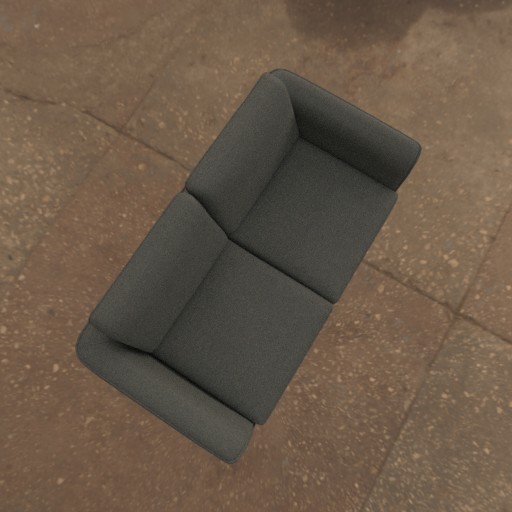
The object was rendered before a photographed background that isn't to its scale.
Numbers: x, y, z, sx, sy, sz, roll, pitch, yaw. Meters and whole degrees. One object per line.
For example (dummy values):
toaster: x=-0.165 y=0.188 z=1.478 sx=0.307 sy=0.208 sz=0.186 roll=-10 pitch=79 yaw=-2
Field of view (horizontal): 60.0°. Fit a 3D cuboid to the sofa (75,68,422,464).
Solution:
sofa: x=0.000 y=0.000 z=2.185 sx=0.920 sy=0.850 sz=1.700 roll=32 pitch=79 yaw=7
